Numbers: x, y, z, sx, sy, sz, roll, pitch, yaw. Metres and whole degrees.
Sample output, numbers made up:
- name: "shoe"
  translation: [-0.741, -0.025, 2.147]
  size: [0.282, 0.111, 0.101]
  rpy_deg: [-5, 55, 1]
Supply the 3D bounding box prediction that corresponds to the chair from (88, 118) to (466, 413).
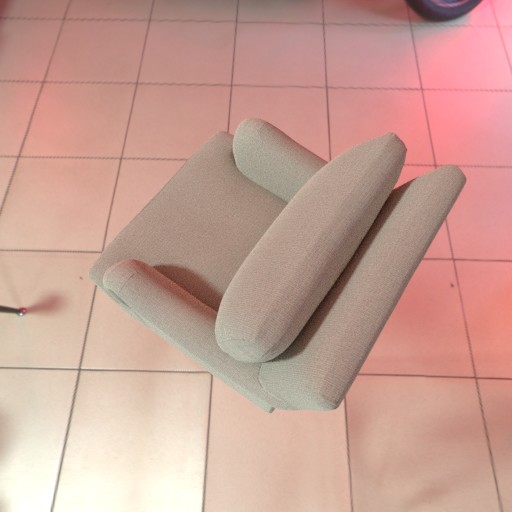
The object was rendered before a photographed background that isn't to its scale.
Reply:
- name: "chair"
  translation: [0.000, 0.000, 1.799]
  size: [1.070, 1.038, 0.955]
  rpy_deg: [31, 68, 14]
